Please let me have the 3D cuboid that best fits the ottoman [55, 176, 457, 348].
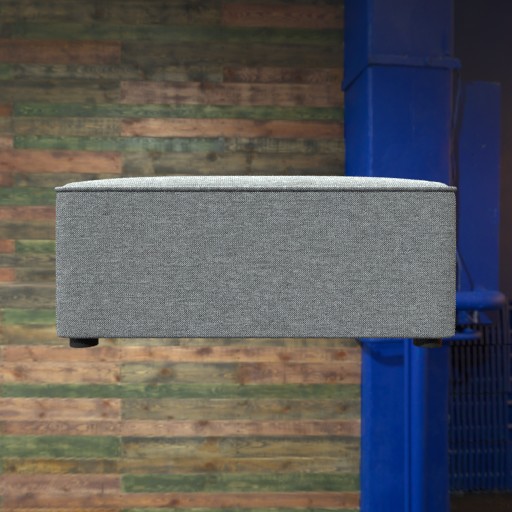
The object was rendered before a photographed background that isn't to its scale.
[{"bbox_3d":[0.000,0.000,1.572,1.005,0.455,1.005,0,0,0],"label":"ottoman"}]
